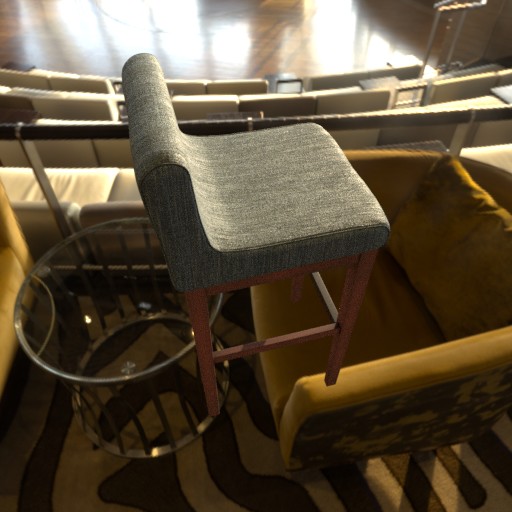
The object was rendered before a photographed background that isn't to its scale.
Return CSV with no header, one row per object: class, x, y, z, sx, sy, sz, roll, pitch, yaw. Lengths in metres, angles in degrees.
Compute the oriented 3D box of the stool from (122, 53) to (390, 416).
stool,0.000,0.000,1.191,0.499,0.965,0.426,-11,48,-10
